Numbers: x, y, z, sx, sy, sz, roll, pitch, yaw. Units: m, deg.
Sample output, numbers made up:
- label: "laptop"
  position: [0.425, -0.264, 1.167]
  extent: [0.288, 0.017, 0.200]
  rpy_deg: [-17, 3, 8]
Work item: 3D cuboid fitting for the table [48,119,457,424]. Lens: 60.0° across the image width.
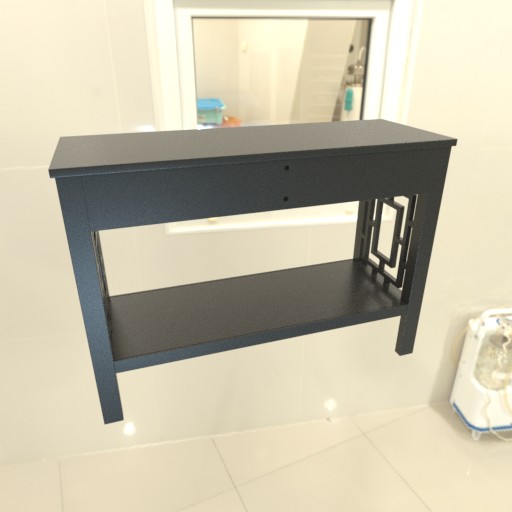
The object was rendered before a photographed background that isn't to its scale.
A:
- label: "table"
  position: [0.000, 0.000, 1.432]
  extent: [1.068, 0.753, 0.397]
  rpy_deg: [-8, 27, -16]
